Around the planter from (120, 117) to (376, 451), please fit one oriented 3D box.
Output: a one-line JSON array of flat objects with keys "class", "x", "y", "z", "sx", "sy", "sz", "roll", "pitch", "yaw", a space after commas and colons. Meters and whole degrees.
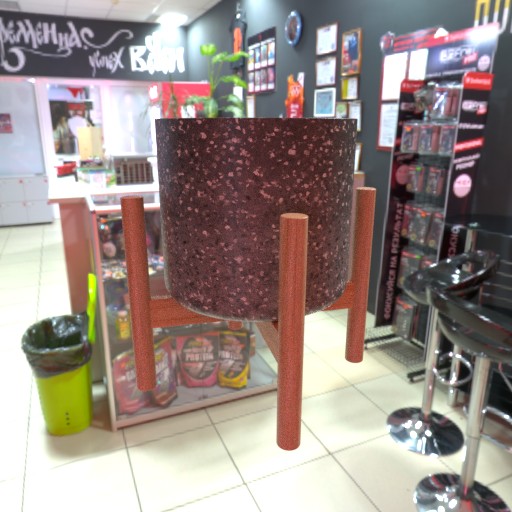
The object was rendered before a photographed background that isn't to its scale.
[{"class": "planter", "x": 0.000, "y": 0.000, "z": 0.542, "sx": 0.284, "sy": 0.320, "sz": 0.284, "roll": 3, "pitch": 17, "yaw": 8}]
